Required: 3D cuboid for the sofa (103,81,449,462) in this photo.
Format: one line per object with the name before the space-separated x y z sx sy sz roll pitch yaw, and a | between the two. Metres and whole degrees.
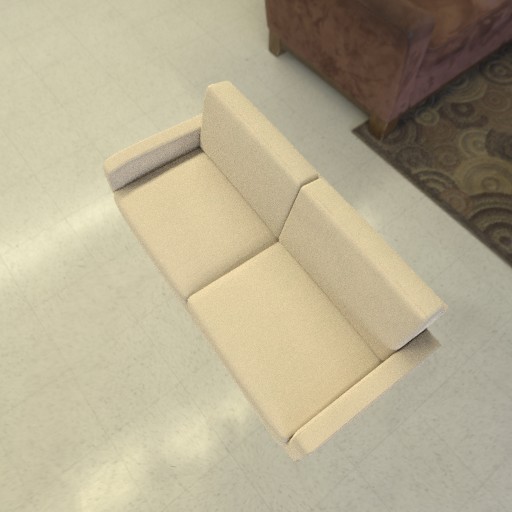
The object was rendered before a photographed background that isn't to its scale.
sofa | 0.000 0.000 2.312 0.894 0.831 1.808 -33 68 -15
